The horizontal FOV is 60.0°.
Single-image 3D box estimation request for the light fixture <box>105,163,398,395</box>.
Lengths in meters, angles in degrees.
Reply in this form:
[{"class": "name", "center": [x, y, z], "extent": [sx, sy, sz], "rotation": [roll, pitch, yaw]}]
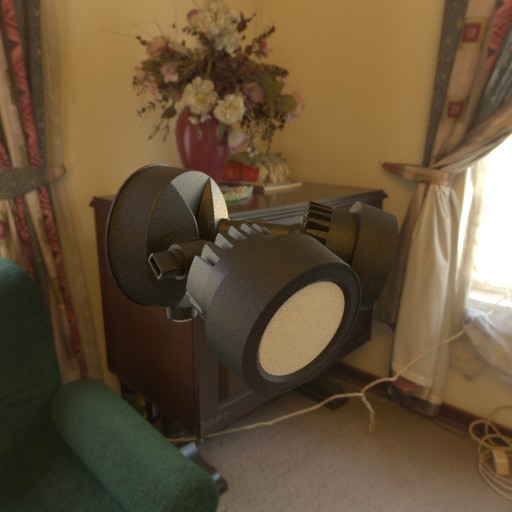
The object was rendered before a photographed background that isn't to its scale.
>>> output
[{"class": "light fixture", "center": [0.000, 0.000, 0.302], "extent": [0.168, 0.120, 0.213], "rotation": [8, 16, 27]}]
